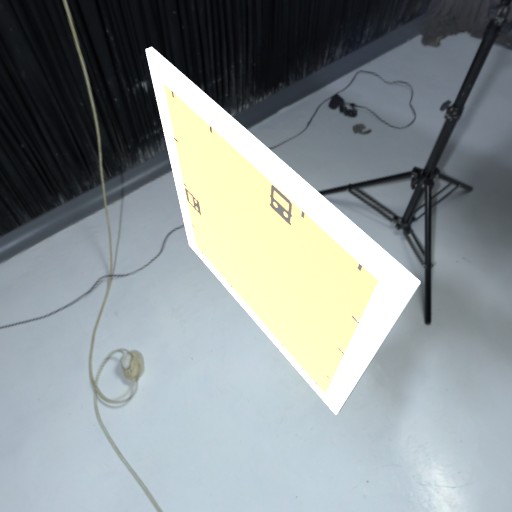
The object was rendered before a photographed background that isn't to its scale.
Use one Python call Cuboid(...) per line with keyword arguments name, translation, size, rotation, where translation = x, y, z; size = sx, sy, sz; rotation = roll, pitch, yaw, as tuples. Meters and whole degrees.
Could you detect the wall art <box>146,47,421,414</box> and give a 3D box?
Cuboid(name="wall art", translation=(0.000, 0.000, 0.867), size=(0.013, 0.584, 0.584), rotation=(-34, 63, -20))
